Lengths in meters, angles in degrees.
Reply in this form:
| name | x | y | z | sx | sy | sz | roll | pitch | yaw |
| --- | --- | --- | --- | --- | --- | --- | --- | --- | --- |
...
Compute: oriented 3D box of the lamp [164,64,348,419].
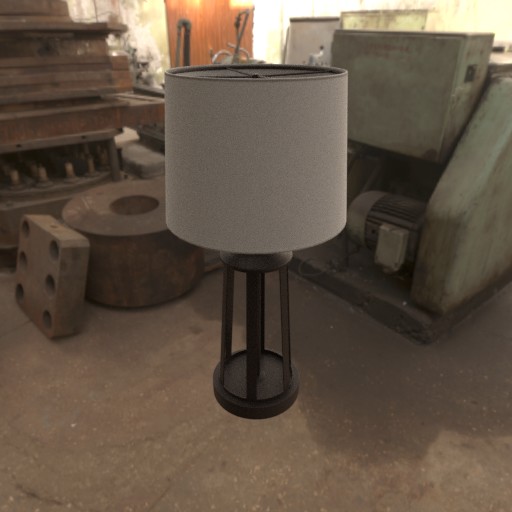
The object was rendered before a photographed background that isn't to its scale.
| name | x | y | z | sx | sy | sz | roll | pitch | yaw |
| --- | --- | --- | --- | --- | --- | --- | --- | --- | --- |
| lamp | 0.000 | 0.000 | 0.656 | 0.251 | 0.509 | 0.251 | 0 | 27 | 0 |
